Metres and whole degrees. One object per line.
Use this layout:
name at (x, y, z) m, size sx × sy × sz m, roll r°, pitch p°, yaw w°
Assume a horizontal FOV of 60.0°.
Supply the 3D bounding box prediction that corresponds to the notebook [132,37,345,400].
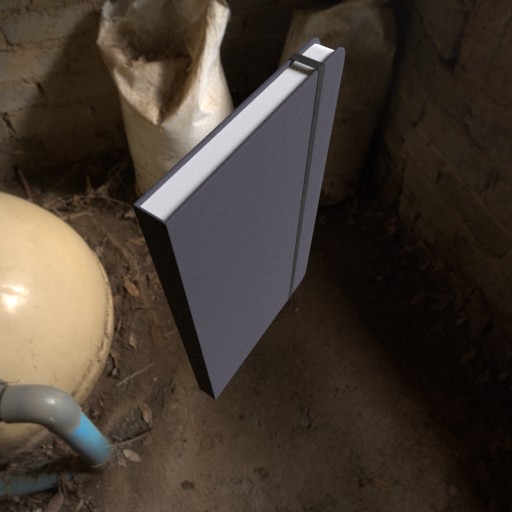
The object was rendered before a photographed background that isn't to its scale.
notebook at (0.000, 0.000, 0.265) m, size 0.016 × 0.213 × 0.127 m, roll 30°, pitch 62°, yaw 18°
